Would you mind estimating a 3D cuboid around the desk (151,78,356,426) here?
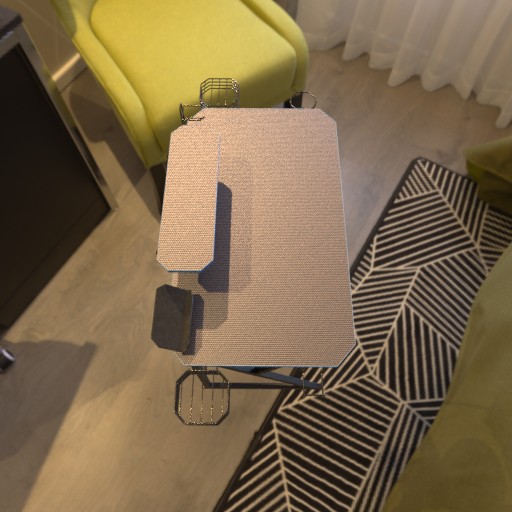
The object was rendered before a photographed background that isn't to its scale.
[{"bbox_3d":[0.000,0.000,1.753,0.594,0.909,1.295,0,65,0],"label":"desk"}]
